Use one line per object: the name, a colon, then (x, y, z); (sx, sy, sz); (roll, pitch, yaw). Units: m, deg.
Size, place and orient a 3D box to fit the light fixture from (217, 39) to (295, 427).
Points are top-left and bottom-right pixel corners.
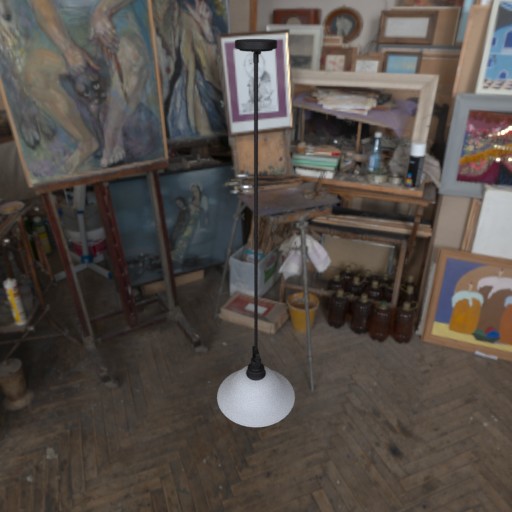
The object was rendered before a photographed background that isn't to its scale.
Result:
light fixture: (0.000, 0.000, 1.525); (0.324, 1.337, 0.324); (-8, 30, -13)
